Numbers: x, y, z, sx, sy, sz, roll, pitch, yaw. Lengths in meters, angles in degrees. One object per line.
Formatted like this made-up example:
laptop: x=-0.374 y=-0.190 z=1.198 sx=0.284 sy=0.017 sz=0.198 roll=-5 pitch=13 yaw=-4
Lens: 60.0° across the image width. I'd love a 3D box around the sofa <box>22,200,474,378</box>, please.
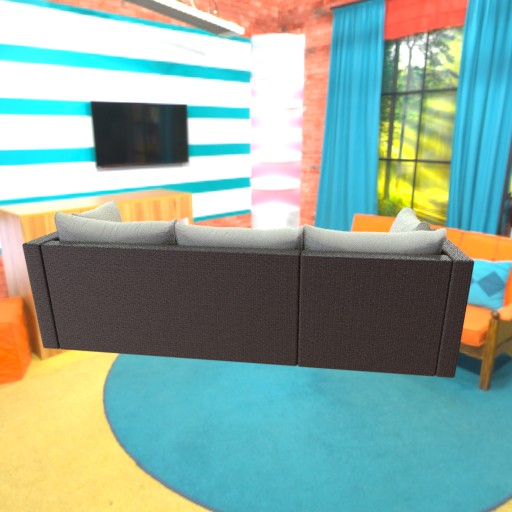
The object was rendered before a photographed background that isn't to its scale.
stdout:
sofa: x=0.000 y=0.000 z=2.944 sx=2.192 sy=0.766 sz=1.612 roll=2 pitch=16 yaw=8
